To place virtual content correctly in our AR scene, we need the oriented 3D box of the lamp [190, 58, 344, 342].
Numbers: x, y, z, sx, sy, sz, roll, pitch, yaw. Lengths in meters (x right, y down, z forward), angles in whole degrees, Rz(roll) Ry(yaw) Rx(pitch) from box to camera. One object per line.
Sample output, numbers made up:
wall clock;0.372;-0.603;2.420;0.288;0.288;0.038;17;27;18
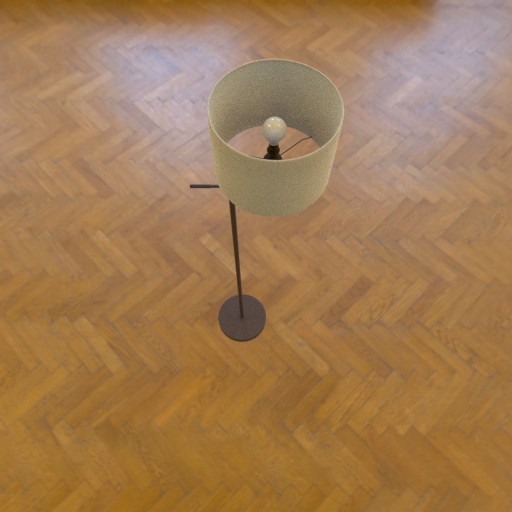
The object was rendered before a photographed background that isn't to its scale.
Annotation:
lamp;0.000;0.000;1.762;0.416;1.600;0.324;0;64;0
